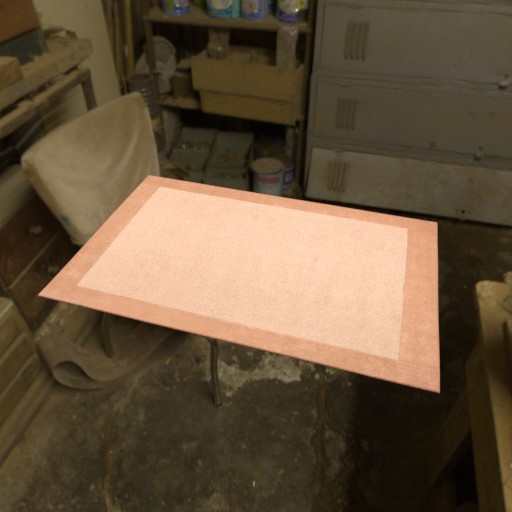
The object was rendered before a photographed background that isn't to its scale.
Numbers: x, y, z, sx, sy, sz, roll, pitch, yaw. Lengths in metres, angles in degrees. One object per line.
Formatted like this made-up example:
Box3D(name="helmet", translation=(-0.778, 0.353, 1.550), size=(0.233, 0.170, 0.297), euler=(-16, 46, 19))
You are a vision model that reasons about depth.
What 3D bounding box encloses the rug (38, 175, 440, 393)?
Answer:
Box3D(name="rug", translation=(0.000, 0.000, 3.101), size=(2.438, 0.014, 1.524), euler=(11, 42, 12))
